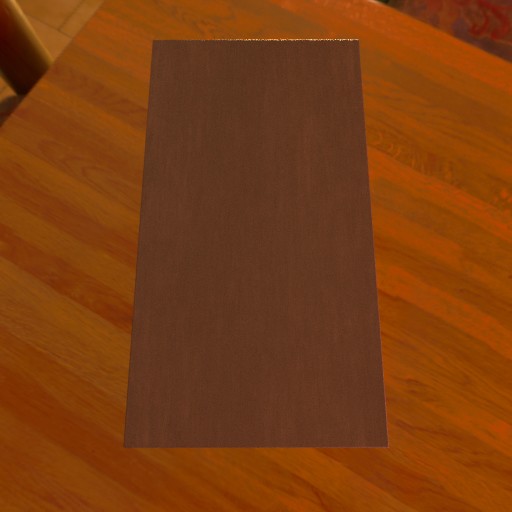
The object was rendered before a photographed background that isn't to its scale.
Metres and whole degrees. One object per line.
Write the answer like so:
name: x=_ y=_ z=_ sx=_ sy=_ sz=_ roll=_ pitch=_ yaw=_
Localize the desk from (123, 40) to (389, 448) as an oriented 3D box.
desk: x=0.000 y=0.000 z=1.505 sx=0.600 sy=0.750 sz=1.100 roll=0 pitch=75 yaw=0
